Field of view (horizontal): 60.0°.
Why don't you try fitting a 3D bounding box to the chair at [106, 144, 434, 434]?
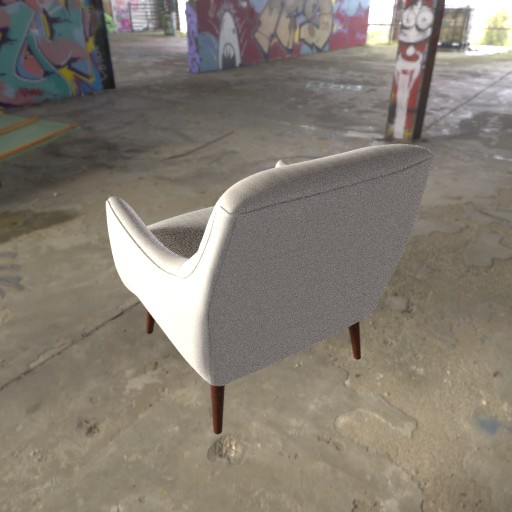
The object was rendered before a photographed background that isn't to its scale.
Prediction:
[{"bbox_3d":[0.000,0.000,1.464,0.762,0.838,0.787,-18,35,-28],"label":"chair"}]
